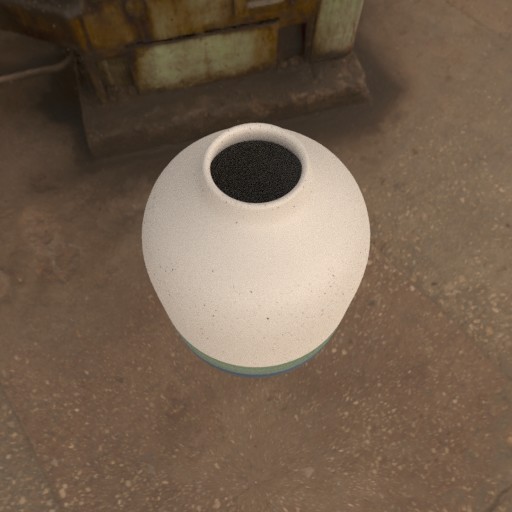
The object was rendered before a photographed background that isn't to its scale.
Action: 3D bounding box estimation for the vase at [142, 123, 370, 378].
[{"bbox_3d":[0.000,0.000,0.366,0.169,0.240,0.169,0,63,0],"label":"vase"}]
